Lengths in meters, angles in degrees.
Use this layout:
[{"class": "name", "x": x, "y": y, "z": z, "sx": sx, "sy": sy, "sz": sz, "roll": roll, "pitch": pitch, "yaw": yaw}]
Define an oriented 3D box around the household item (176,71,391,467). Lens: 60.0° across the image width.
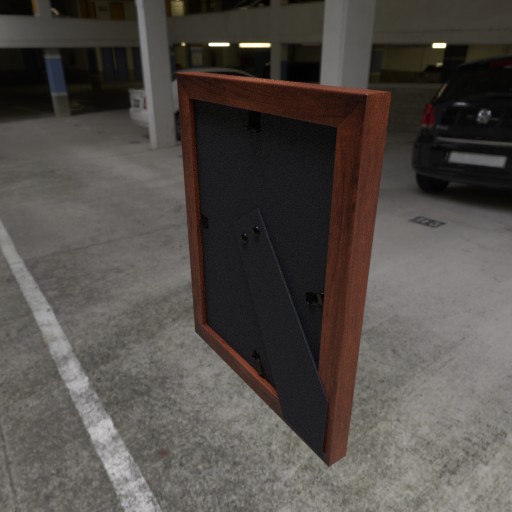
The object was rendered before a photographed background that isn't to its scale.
[{"class": "household item", "x": 0.000, "y": 0.000, "z": 0.338, "sx": 0.020, "sy": 0.250, "sz": 0.200, "roll": -17, "pitch": 31, "yaw": -31}]
